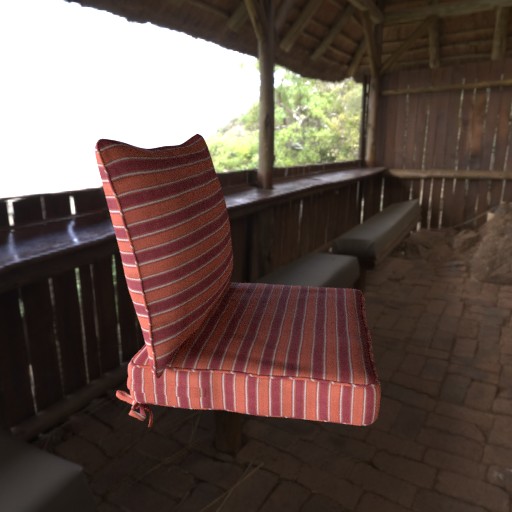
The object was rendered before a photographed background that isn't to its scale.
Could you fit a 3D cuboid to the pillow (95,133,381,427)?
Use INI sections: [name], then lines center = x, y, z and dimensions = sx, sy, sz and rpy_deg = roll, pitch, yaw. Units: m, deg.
[pillow]
center = 0.000, 0.000, 1.377
dimensions = 0.733, 0.723, 0.799
rpy_deg = 3, 17, 9
